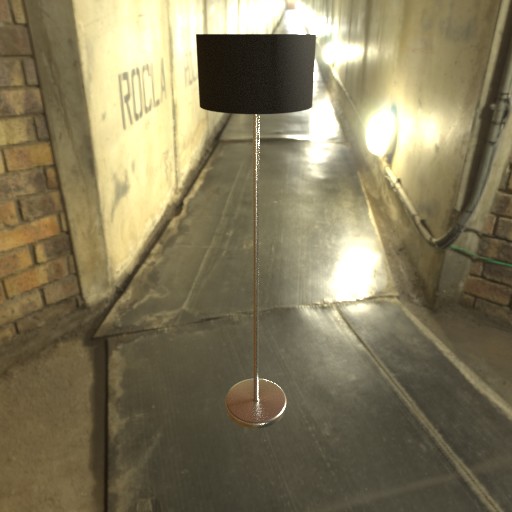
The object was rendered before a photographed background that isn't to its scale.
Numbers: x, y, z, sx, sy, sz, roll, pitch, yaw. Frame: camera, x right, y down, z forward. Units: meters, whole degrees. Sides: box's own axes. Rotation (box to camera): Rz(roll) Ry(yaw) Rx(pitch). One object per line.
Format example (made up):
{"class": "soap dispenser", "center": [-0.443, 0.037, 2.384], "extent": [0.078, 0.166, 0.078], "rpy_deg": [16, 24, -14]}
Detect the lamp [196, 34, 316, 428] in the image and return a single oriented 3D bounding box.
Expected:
{"class": "lamp", "center": [0.000, 0.000, 1.612], "extent": [0.348, 1.443, 0.348], "rpy_deg": [18, 32, 32]}
